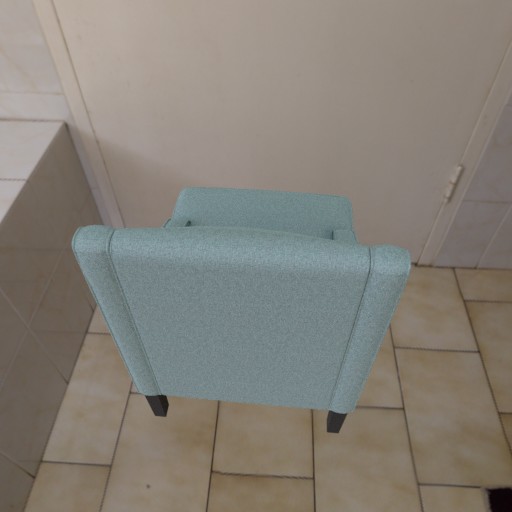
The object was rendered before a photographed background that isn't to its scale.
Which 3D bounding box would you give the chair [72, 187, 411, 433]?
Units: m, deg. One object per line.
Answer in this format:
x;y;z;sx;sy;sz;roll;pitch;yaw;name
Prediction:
0.000;0.000;1.836;0.857;1.133;1.025;4;49;4;chair
